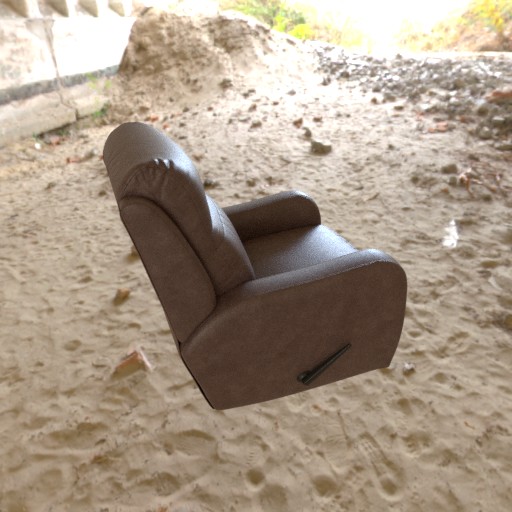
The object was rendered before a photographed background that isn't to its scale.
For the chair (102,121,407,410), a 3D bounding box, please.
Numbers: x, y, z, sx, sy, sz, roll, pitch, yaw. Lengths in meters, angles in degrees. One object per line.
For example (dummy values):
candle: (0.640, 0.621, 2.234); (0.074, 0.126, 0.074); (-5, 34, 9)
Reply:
chair: (0.000, 0.000, 1.866); (1.067, 1.067, 0.865); (-11, 31, -19)
